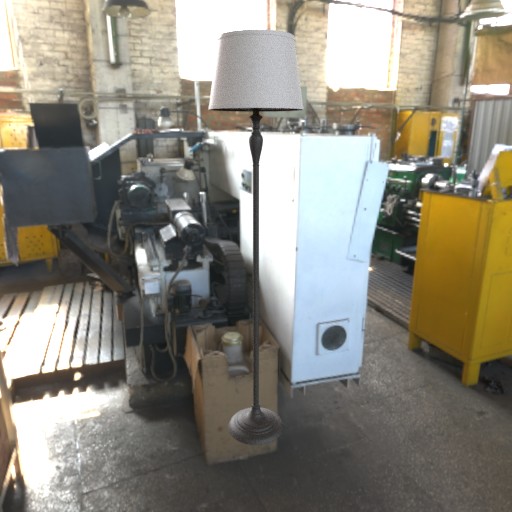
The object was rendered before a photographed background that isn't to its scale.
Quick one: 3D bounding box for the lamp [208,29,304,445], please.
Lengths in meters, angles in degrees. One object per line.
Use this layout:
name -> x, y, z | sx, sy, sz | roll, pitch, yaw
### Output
lamp -> 0.000, 0.000, 1.676 | 0.327, 1.506, 0.327 | 9, 18, 28
